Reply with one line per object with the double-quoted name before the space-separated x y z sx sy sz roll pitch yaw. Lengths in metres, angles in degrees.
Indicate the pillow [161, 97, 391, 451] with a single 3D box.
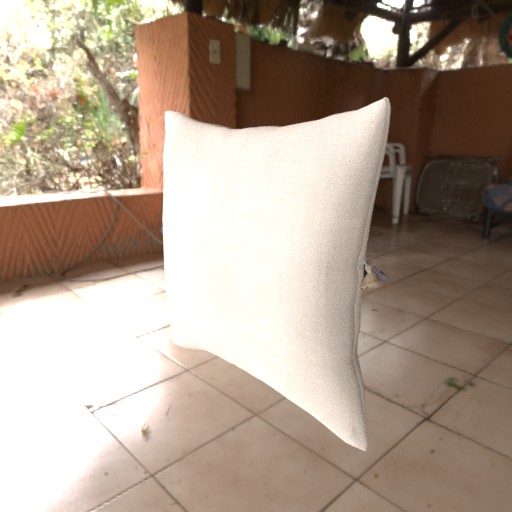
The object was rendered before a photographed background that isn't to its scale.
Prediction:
"pillow" 0.000 0.000 0.750 0.165 0.481 0.489 -15 21 -42
